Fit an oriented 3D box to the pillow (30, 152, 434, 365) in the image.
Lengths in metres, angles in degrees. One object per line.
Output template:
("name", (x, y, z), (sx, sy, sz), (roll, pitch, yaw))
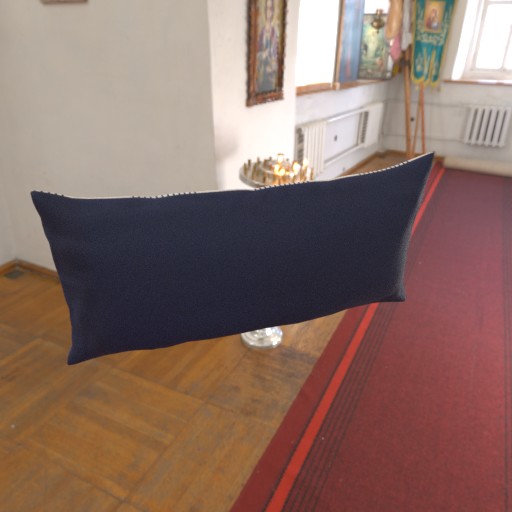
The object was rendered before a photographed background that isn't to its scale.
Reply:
("pillow", (0.000, 0.000, 0.705), (0.610, 0.287, 0.151), (-8, 28, -16))
